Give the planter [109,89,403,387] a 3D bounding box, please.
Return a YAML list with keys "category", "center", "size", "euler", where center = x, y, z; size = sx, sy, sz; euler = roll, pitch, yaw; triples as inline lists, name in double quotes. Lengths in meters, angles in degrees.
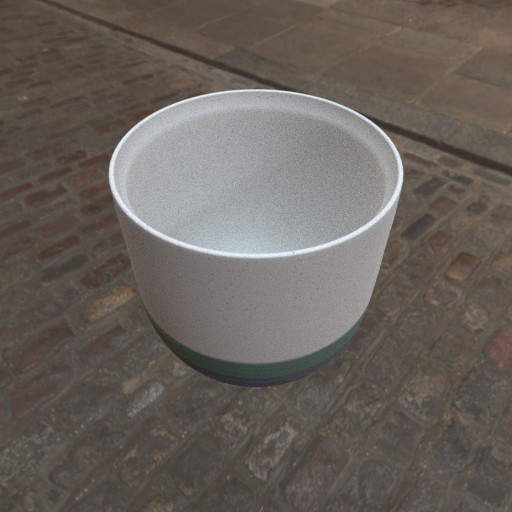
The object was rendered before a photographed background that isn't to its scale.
- category: "planter"
  center: [0.000, 0.000, 0.505]
  size: [0.268, 0.270, 0.268]
  euler: [0, 46, 0]
